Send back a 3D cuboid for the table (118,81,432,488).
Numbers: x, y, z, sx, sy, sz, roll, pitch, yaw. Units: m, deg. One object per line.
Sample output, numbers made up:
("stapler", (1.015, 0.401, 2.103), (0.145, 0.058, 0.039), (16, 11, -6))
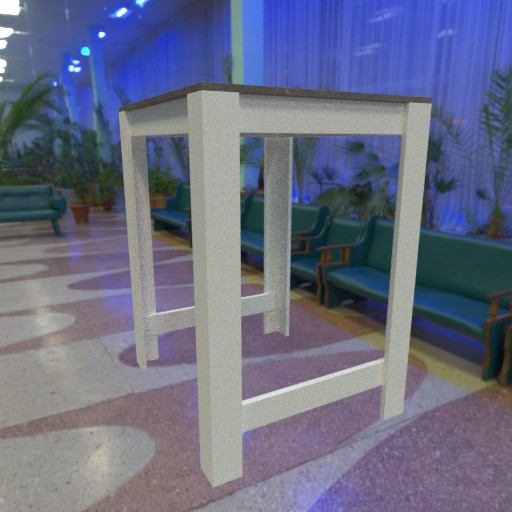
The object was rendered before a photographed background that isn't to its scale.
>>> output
("table", (0.000, 0.000, 1.558), (0.700, 1.020, 0.800), (-8, 16, -28))
